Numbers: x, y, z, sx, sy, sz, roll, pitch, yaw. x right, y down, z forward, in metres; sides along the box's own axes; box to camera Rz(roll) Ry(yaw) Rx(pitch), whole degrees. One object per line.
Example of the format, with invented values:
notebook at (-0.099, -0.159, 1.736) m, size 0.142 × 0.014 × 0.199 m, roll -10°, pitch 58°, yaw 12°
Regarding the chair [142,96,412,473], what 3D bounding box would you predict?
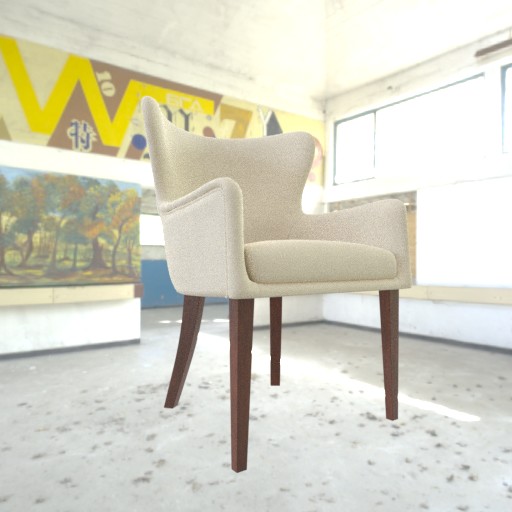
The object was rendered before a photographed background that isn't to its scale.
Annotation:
chair at (0.000, 0.000, 1.446) m, size 0.696 × 0.990 × 0.744 m, roll 0°, pitch -1°, yaw -36°
